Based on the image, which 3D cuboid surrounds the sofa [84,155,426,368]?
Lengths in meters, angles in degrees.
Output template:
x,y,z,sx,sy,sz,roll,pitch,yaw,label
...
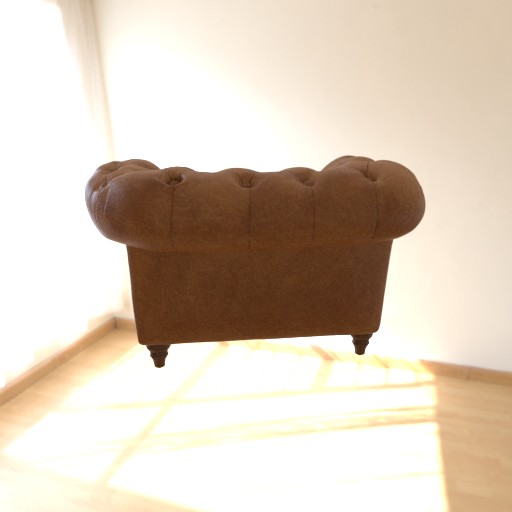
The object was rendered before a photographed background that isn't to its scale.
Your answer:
x,y,z,sx,sy,sz,roll,pitch,yaw,label
0.000,0.000,2.040,1.405,0.878,1.033,-2,15,-7,sofa
